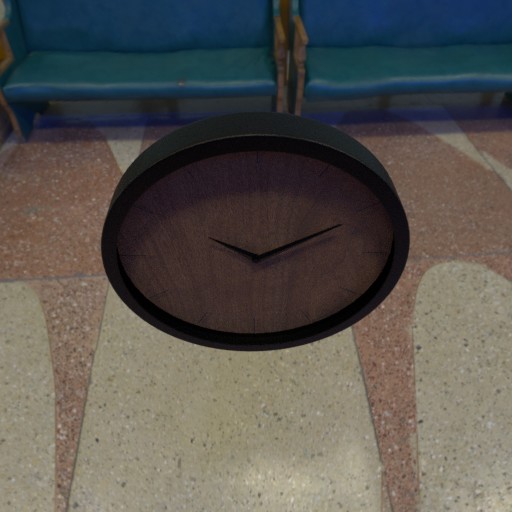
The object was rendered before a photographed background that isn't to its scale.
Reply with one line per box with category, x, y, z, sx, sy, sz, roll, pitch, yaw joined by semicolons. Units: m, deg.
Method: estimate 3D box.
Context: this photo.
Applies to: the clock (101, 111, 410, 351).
clock;0.000;0.000;0.475;0.314;0.314;0.040;-1;46;-1
